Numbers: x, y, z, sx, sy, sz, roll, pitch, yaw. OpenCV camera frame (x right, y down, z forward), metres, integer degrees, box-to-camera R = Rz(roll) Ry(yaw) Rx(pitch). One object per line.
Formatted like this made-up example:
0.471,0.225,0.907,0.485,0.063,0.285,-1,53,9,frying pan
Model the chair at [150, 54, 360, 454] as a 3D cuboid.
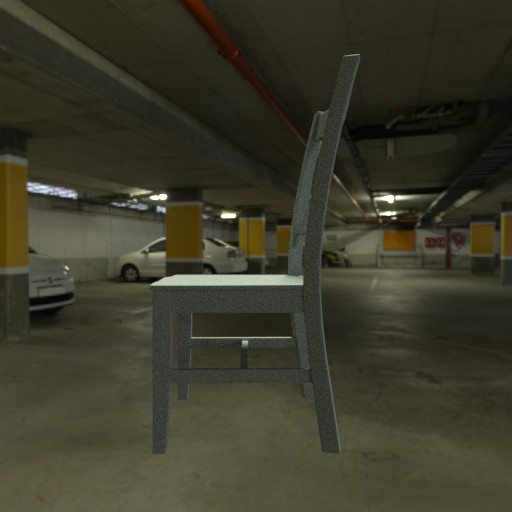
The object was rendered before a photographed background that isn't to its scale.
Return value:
0.000,0.000,1.317,0.542,0.983,0.485,0,1,-1,chair
